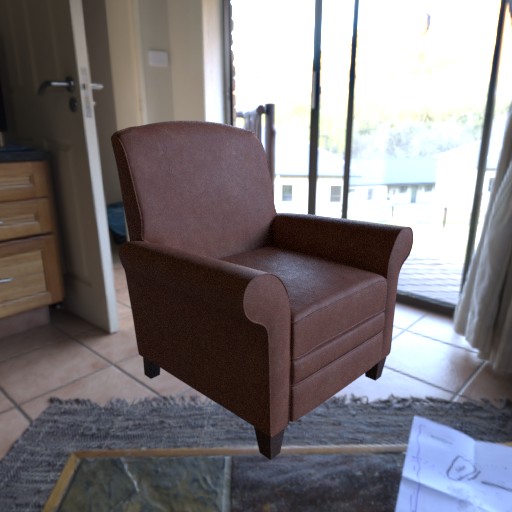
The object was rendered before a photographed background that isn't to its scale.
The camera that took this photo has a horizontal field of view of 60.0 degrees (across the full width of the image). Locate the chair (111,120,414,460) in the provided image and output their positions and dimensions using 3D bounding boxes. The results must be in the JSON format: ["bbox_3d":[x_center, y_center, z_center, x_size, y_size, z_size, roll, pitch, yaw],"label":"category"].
[{"bbox_3d":[0.000,0.000,1.801,0.902,1.061,0.978,15,22,42],"label":"chair"}]
